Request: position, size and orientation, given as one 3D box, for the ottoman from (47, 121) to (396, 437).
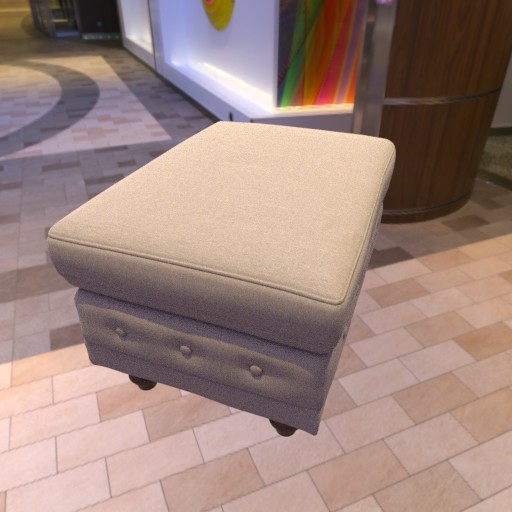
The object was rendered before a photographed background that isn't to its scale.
[{"bbox_3d":[0.000,0.000,1.124,0.569,0.500,0.771,12,34,18],"label":"ottoman"}]
